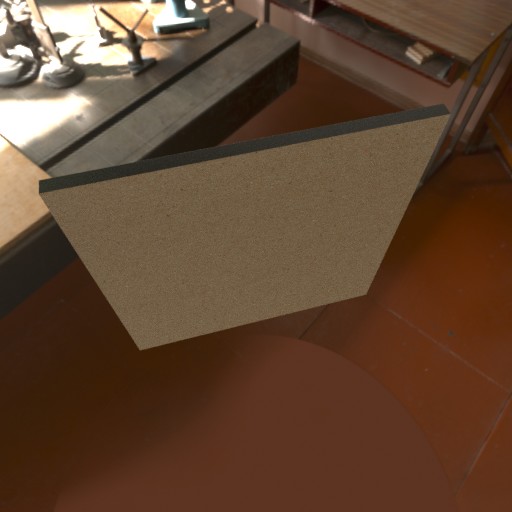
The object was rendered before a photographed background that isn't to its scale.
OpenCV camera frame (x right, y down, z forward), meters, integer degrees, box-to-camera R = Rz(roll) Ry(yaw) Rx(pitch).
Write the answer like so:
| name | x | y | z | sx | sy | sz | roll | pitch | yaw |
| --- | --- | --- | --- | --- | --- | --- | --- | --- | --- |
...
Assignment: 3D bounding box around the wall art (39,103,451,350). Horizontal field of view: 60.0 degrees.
| name | x | y | z | sx | sy | sz | roll | pitch | yaw |
| --- | --- | --- | --- | --- | --- | --- | --- | --- | --- |
| wall art | 0.000 | 0.000 | 1.143 | 0.773 | 0.775 | 0.031 | -13 | 59 | -8 |
